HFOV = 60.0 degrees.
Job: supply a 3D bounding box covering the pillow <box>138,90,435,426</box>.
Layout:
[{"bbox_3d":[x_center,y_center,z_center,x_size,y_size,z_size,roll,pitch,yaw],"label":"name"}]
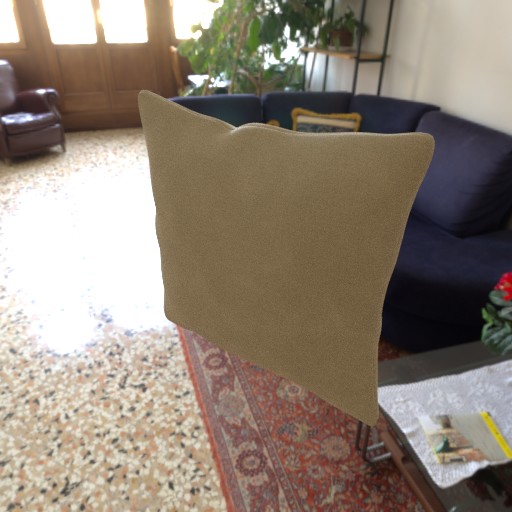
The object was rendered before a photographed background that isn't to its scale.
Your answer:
[{"bbox_3d":[0.000,0.000,0.648,0.437,0.420,0.162,20,35,31],"label":"pillow"}]
